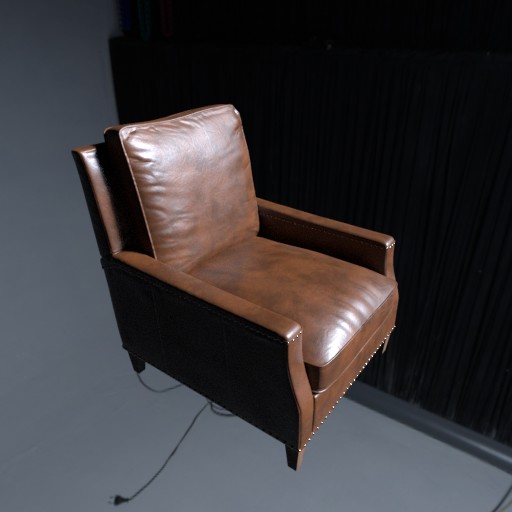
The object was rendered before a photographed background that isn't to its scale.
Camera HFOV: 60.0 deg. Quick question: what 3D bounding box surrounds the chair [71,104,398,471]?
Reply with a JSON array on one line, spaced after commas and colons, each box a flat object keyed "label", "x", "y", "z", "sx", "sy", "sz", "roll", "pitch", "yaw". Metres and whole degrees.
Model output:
[{"label": "chair", "x": 0.000, "y": 0.000, "z": 1.816, "sx": 1.035, "sy": 1.054, "sz": 0.854, "roll": 19, "pitch": 33, "yaw": 32}]
